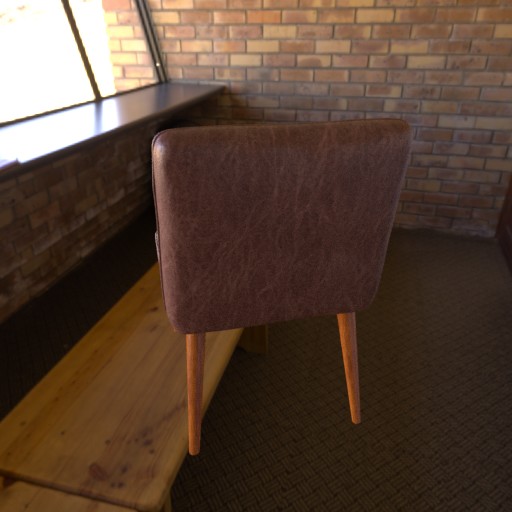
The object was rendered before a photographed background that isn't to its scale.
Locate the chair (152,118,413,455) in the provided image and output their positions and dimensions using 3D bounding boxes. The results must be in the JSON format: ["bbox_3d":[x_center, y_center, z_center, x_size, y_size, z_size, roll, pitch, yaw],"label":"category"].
[{"bbox_3d":[0.000,0.000,1.204,0.543,0.803,0.645,-8,28,-16],"label":"chair"}]
